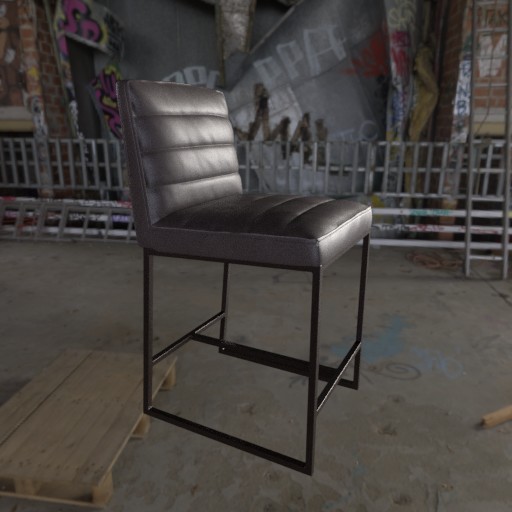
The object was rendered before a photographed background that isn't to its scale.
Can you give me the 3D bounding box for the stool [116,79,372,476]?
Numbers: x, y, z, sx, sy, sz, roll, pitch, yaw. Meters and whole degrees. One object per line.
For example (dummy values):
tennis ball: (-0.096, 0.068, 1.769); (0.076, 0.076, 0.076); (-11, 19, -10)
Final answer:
stool: (0.000, 0.000, 1.264); (0.562, 0.946, 0.463); (8, 18, 27)
